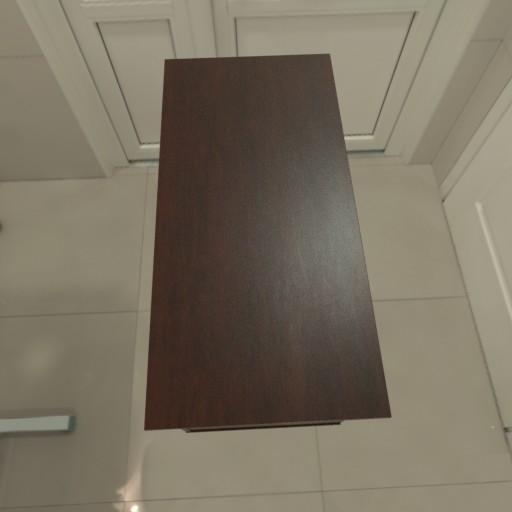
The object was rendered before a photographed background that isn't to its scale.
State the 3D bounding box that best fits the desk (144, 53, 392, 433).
[{"bbox_3d":[0.000,0.000,1.707,0.612,0.758,1.277,-3,65,-1],"label":"desk"}]
